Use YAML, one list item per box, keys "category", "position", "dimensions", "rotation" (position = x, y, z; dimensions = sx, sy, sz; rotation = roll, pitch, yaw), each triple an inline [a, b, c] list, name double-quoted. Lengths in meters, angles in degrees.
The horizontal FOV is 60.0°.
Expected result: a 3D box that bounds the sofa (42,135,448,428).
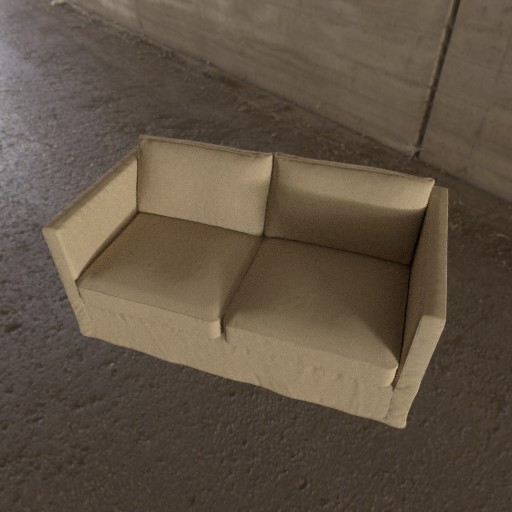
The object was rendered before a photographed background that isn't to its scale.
- category: "sofa"
  position: [0.000, 0.000, 2.235]
  dimensions: [1.719, 0.835, 0.962]
  rotation: [12, 42, 14]
